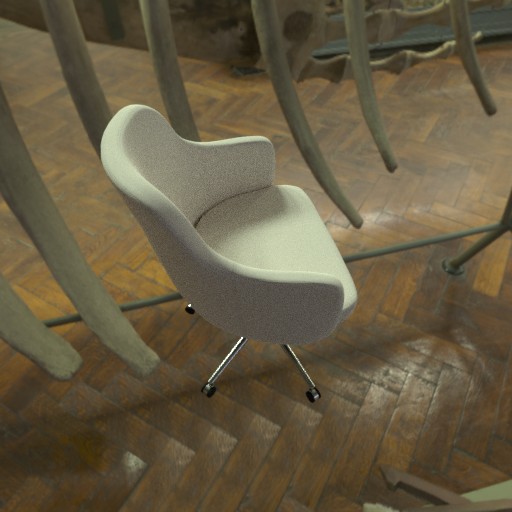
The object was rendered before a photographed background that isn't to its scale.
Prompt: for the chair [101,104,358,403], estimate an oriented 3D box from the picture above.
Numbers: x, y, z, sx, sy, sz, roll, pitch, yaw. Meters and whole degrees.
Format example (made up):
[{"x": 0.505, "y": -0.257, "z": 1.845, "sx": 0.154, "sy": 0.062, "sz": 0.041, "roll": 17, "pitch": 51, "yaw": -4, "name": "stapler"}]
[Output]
[{"x": 0.000, "y": 0.000, "z": 1.242, "sx": 0.647, "sy": 0.819, "sz": 0.602, "roll": -11, "pitch": 48, "yaw": -10, "name": "chair"}]
